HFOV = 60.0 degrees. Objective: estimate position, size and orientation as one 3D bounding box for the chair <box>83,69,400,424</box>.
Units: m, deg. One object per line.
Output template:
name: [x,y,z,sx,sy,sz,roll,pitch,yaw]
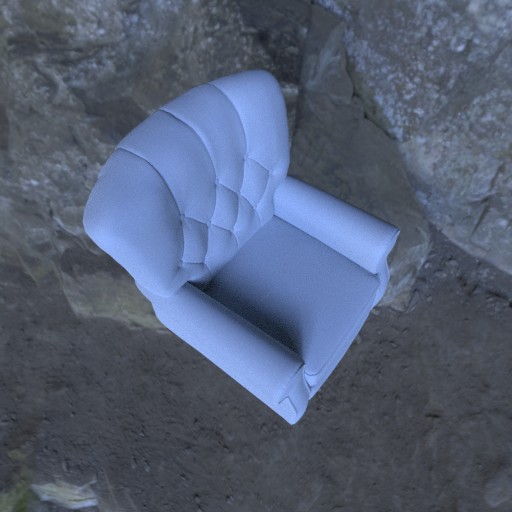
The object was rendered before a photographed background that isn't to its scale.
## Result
chair: [0.000,0.000,2.097,1.128,1.217,1.090,32,63,19]
